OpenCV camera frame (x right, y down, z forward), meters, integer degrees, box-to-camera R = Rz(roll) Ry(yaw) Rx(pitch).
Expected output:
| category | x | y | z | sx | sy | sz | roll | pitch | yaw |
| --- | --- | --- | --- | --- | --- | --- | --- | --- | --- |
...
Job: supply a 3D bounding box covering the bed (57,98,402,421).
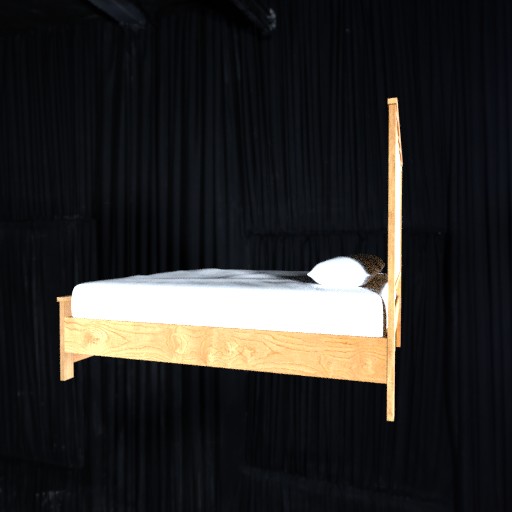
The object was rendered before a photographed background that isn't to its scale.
| category | x | y | z | sx | sy | sz | roll | pitch | yaw |
| --- | --- | --- | --- | --- | --- | --- | --- | --- | --- |
| bed | 0.000 | 0.000 | 3.571 | 2.201 | 1.686 | 1.936 | 0 | 1 | 19 |
